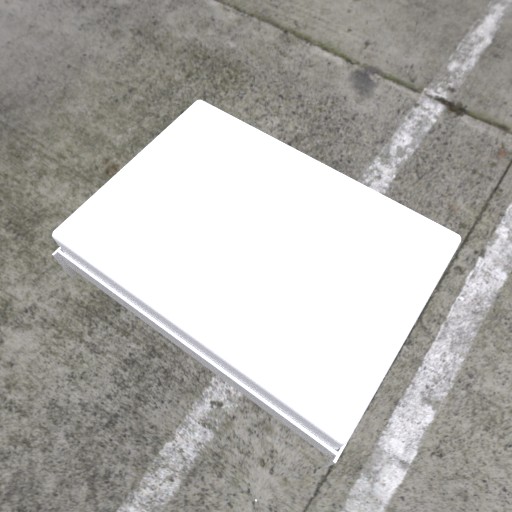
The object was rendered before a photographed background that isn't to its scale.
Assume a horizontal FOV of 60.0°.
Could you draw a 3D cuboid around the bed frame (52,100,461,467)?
[{"bbox_3d":[0.000,0.000,2.704,1.945,0.497,1.445,32,66,16],"label":"bed frame"}]
